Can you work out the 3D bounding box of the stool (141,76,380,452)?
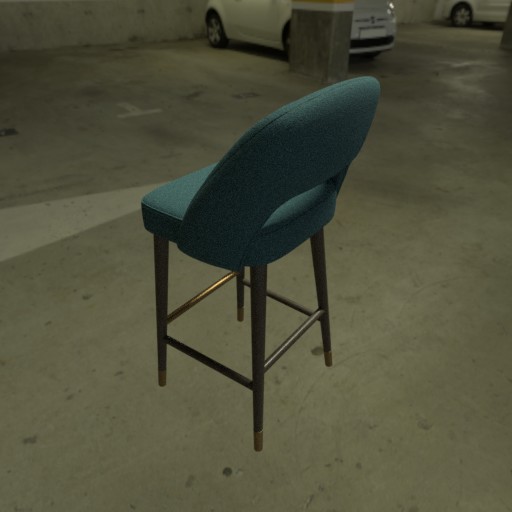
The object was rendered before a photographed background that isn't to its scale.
[{"bbox_3d":[0.000,0.000,1.312,0.522,1.032,0.536,22,38,31],"label":"stool"}]
